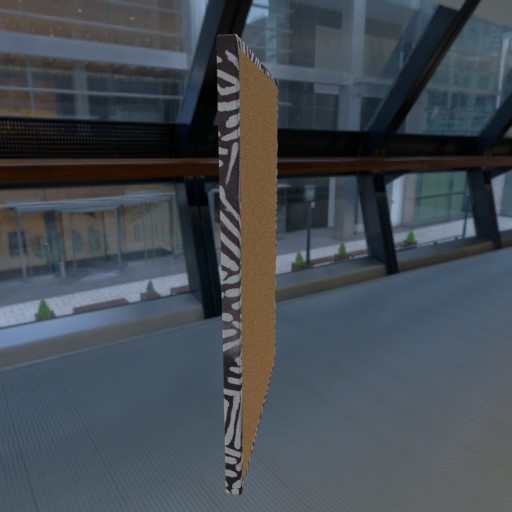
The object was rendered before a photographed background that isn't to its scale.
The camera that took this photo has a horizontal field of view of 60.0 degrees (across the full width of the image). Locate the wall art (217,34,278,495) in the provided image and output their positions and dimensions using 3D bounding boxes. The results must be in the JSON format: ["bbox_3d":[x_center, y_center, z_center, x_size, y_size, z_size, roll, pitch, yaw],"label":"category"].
[{"bbox_3d":[0.000,0.000,1.144,0.035,0.918,0.615,2,15,9],"label":"wall art"}]
